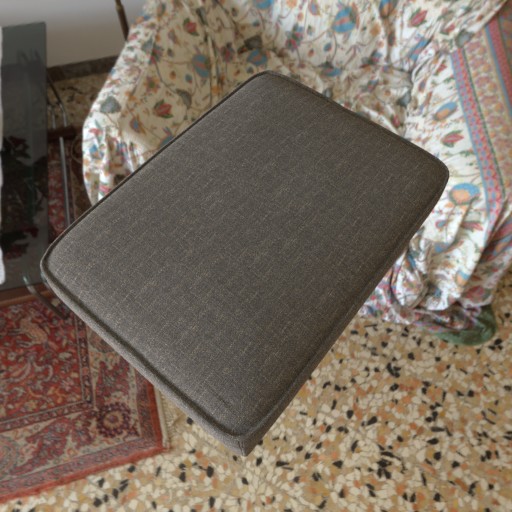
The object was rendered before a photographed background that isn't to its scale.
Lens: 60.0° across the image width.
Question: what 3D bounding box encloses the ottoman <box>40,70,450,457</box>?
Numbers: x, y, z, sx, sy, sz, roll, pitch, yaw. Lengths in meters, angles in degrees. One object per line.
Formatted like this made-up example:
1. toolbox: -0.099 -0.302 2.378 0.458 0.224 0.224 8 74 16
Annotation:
1. ottoman: 0.000 0.000 1.068 0.549 0.450 0.749 35 67 17
